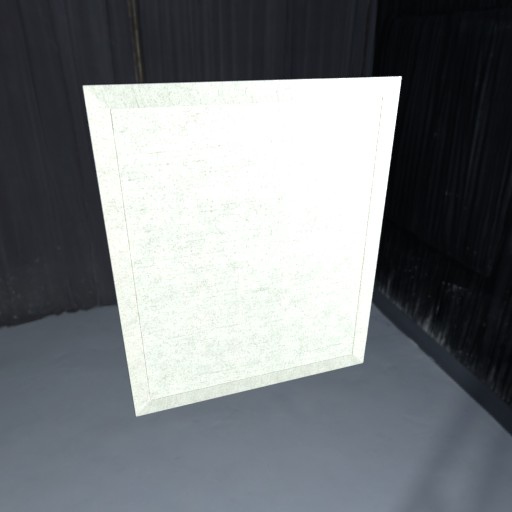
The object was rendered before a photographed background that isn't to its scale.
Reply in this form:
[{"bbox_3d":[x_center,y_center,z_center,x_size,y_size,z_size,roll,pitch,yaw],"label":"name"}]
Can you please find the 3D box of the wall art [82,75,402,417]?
[{"bbox_3d":[0.000,0.000,0.614,0.381,0.457,0.023,-8,27,-17],"label":"wall art"}]
